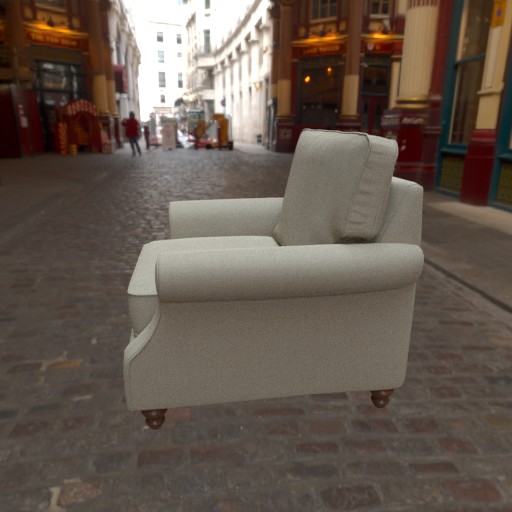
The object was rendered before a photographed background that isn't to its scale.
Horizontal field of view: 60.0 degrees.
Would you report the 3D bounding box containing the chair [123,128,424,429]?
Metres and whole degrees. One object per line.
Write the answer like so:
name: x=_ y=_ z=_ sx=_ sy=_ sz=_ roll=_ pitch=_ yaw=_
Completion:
chair: x=0.000 y=0.000 z=1.772 sx=0.966 sy=0.967 sz=1.029 roll=-2 pitch=17 yaw=-8
